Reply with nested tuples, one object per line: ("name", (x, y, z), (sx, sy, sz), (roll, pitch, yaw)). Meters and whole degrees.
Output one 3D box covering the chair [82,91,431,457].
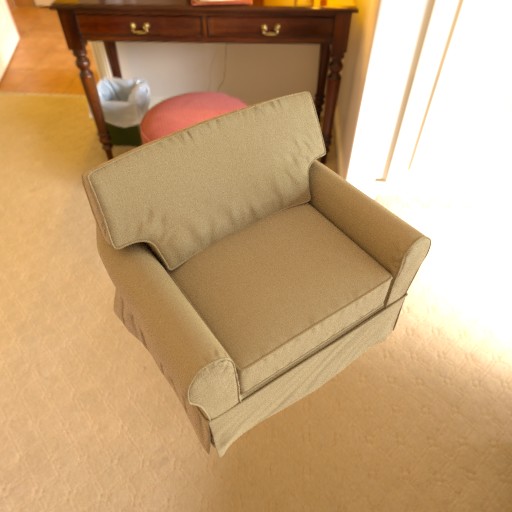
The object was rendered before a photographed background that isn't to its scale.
("chair", (0.000, 0.000, 1.808), (1.096, 0.937, 0.903), (-27, 53, -22))
